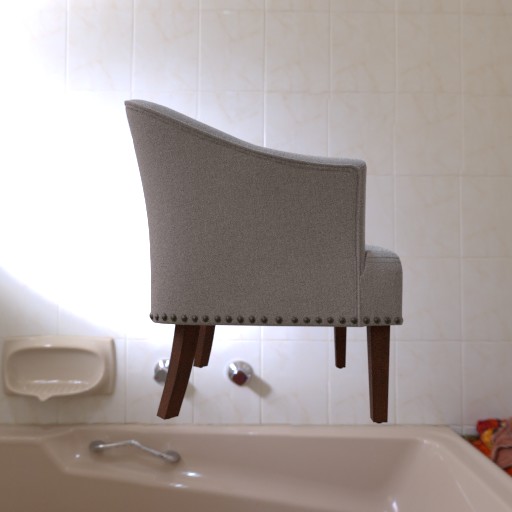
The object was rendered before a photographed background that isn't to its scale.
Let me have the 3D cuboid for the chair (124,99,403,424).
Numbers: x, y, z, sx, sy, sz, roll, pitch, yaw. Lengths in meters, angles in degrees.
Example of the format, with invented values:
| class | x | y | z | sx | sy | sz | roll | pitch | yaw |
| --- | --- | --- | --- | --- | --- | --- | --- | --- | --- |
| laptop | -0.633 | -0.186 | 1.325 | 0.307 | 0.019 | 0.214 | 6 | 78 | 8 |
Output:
| class | x | y | z | sx | sy | sz | roll | pitch | yaw |
| --- | --- | --- | --- | --- | --- | --- | --- | --- | --- |
| chair | 0.000 | 0.000 | 1.375 | 0.704 | 0.815 | 0.798 | 0 | -2 | 2 |
